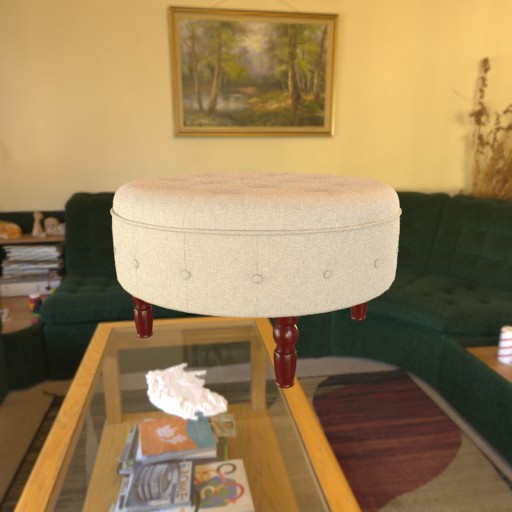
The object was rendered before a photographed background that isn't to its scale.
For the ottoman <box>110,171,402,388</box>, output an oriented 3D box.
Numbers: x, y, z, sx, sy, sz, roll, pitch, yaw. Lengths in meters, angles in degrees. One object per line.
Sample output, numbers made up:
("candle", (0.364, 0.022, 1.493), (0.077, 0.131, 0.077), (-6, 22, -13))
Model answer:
("ottoman", (0.000, 0.000, 1.397), (0.849, 0.478, 0.849), (0, 15, 0))
